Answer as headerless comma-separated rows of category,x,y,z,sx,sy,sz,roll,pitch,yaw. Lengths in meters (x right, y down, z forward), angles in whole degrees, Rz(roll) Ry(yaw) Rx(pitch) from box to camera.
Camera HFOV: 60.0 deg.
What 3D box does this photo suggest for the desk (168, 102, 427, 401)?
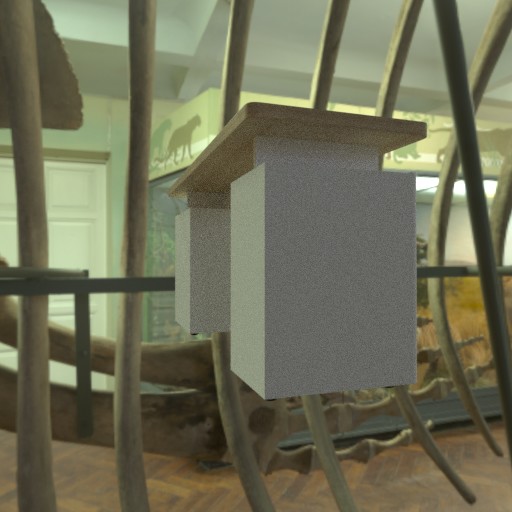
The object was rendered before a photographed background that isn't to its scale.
desk,0.000,0.000,1.887,0.550,0.755,1.500,0,0,-19
